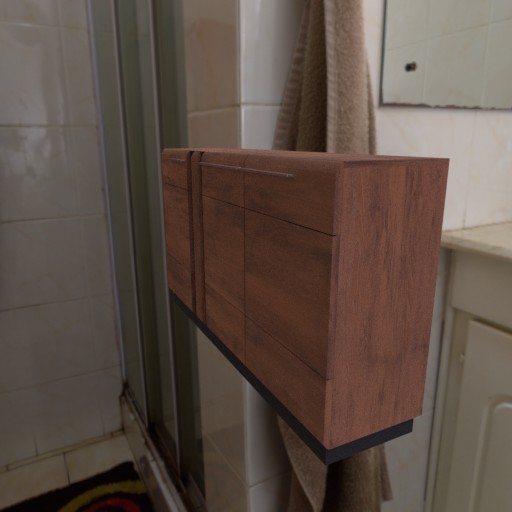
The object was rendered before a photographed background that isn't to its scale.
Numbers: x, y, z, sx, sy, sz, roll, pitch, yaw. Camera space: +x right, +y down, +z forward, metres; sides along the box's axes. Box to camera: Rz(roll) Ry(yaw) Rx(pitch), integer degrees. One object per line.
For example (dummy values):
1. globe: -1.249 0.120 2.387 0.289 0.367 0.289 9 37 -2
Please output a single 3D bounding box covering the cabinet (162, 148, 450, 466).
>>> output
1. cabinet: 0.000 0.000 1.968 0.420 0.900 1.600 -7 17 -26
